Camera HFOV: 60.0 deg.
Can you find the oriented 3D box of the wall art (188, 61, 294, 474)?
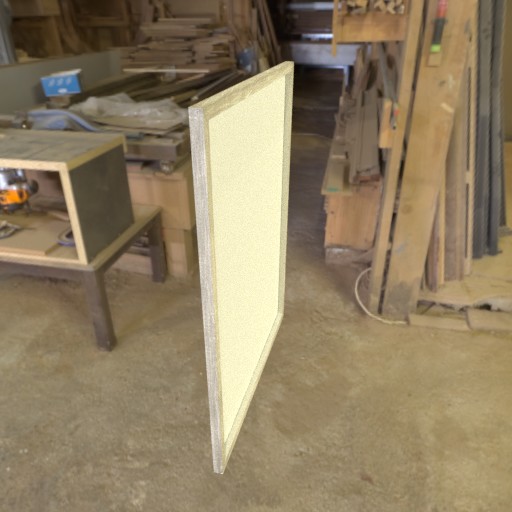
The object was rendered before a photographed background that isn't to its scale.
[{"bbox_3d":[0.000,0.000,1.358,0.035,1.022,0.781,8,30,14],"label":"wall art"}]
